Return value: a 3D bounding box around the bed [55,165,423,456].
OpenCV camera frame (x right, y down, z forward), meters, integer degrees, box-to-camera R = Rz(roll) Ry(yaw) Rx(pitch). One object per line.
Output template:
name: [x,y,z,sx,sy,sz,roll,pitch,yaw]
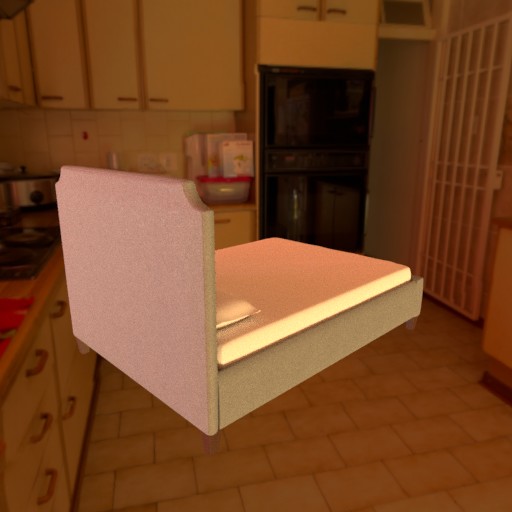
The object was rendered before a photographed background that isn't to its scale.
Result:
bed: [0.000,0.000,3.476,2.372,1.443,1.712,-14,21,-42]
